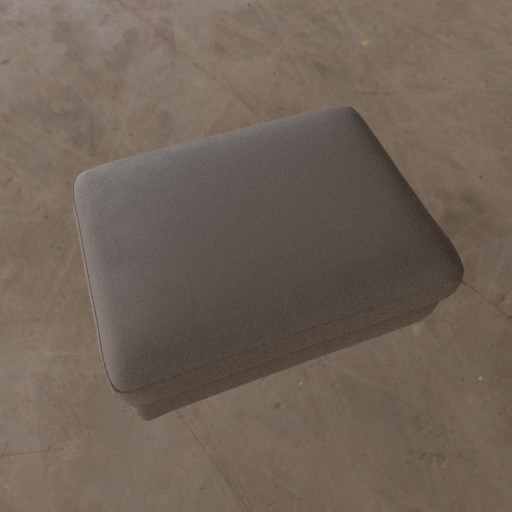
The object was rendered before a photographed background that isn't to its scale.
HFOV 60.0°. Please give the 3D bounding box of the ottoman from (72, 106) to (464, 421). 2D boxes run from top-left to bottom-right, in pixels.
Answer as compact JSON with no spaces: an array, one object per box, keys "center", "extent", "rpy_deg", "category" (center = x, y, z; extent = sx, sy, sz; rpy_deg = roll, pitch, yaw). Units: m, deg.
[{"center":[0.000,0.000,1.172],"extent":[0.811,0.449,0.608],"rpy_deg":[-17,61,-10],"category":"ottoman"}]
